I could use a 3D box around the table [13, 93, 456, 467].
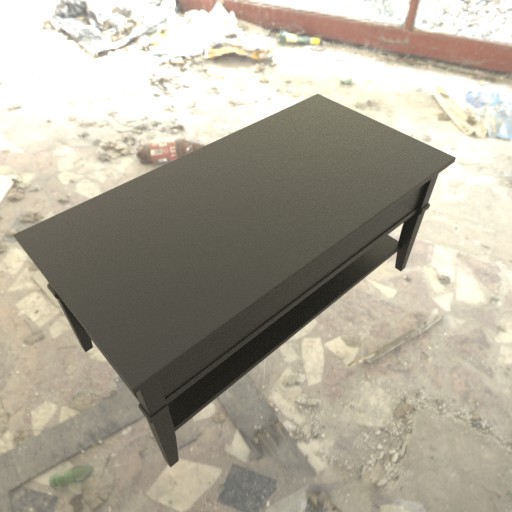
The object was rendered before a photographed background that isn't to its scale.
[{"bbox_3d":[0.000,0.000,1.303,1.044,0.470,0.523,-33,54,-28],"label":"table"}]
